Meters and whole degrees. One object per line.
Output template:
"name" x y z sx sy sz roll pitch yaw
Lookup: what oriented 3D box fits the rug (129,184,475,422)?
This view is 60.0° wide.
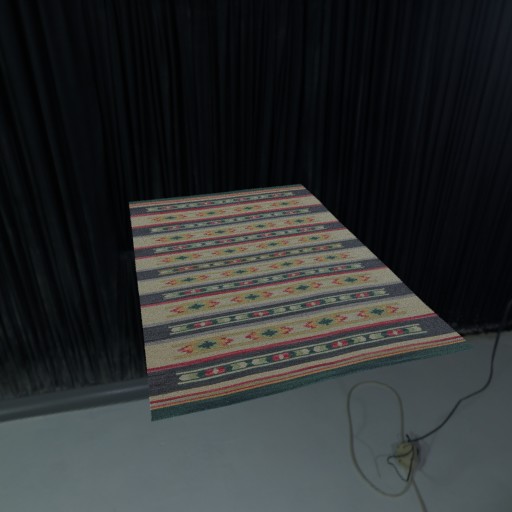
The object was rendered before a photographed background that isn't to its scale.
"rug" 0.000 0.000 2.887 1.522 0.010 2.311 -8 31 -14
